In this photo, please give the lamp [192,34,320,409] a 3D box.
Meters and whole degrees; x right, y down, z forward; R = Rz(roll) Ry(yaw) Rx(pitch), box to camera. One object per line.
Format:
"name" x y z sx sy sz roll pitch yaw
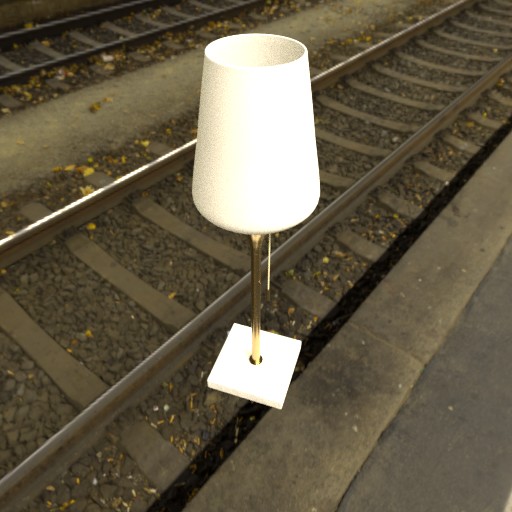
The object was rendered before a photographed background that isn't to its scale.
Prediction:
"lamp" 0.000 0.000 0.720 0.181 0.639 0.181 13 44 14
